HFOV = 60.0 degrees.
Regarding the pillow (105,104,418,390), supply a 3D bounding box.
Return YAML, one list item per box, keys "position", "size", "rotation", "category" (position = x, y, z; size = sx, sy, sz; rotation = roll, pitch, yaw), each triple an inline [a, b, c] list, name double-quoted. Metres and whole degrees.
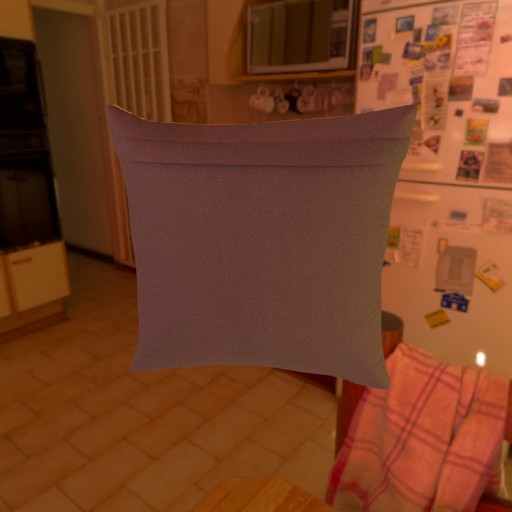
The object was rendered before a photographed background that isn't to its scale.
- position: [0.000, 0.000, 0.626]
  size: [0.405, 0.406, 0.173]
  rotation: [2, 18, 7]
  category: "pillow"
